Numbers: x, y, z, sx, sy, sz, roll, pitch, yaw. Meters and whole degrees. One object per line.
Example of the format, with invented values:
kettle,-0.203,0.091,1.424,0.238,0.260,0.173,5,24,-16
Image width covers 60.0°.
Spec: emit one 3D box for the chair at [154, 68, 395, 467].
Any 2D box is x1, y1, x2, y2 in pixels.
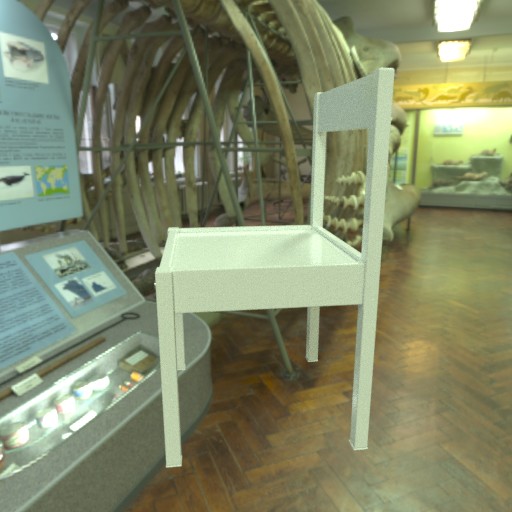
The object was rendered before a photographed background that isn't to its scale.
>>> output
chair,0.000,0.000,0.686,0.285,0.505,0.285,-2,15,-8
